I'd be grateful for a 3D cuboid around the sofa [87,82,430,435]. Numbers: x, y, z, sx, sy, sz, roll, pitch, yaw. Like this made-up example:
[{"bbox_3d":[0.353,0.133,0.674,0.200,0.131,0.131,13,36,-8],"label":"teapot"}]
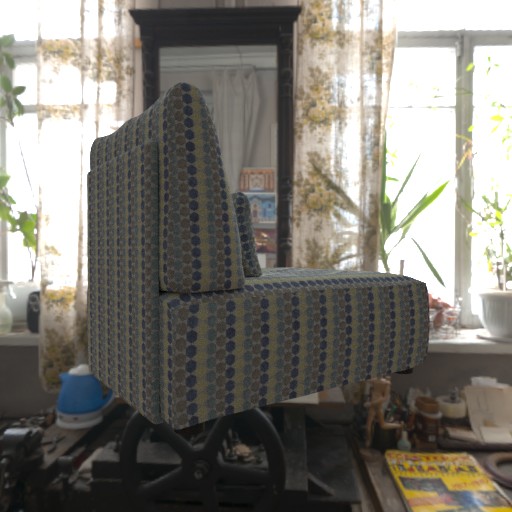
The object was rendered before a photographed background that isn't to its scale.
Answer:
[{"bbox_3d":[0.000,0.000,1.543,1.000,0.820,0.700,-1,1,-36],"label":"sofa"}]
